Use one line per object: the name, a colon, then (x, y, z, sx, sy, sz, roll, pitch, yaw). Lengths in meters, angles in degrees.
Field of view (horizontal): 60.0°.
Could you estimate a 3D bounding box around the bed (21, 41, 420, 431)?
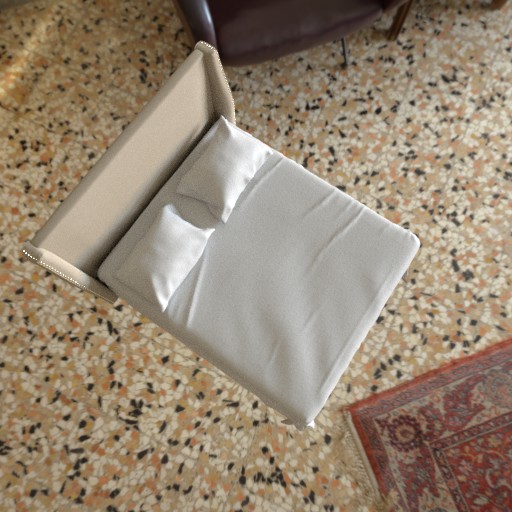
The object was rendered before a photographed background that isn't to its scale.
bed: (0.000, 0.000, 3.397, 2.276, 1.332, 1.925, 34, 78, 8)
